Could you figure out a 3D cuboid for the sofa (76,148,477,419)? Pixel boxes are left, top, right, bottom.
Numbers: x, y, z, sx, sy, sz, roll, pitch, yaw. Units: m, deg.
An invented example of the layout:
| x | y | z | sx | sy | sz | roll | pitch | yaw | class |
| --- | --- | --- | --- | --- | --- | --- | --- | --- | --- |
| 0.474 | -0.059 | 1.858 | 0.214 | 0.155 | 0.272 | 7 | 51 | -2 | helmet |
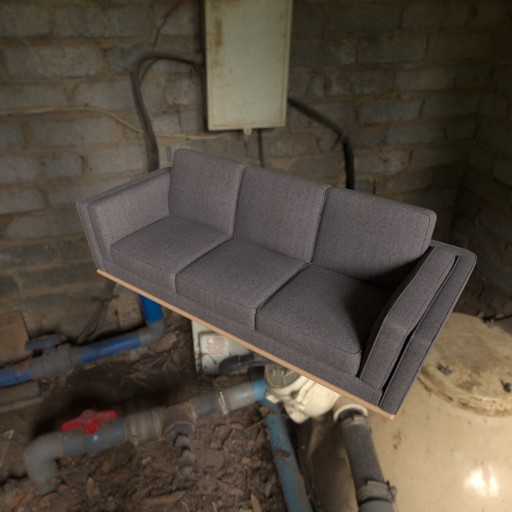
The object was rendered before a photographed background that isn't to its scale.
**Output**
| x | y | z | sx | sy | sz | roll | pitch | yaw | class |
| --- | --- | --- | --- | --- | --- | --- | --- | --- | --- |
| 0.000 | 0.000 | 2.792 | 2.362 | 0.899 | 0.903 | 20 | 37 | 29 | sofa |
